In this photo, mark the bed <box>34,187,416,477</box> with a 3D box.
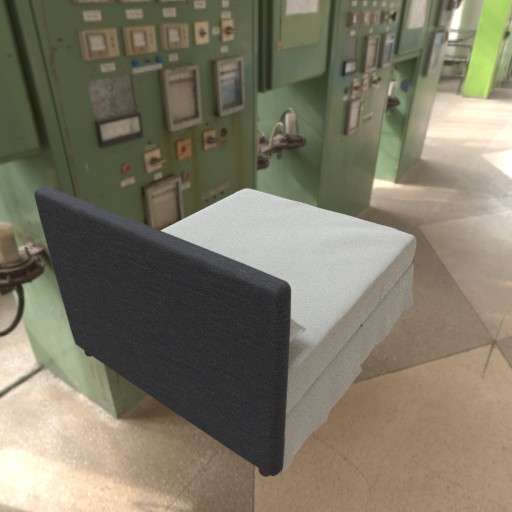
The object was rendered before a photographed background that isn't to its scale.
[{"bbox_3d":[0.000,0.000,3.279,1.884,1.330,2.142,21,37,31],"label":"bed"}]
